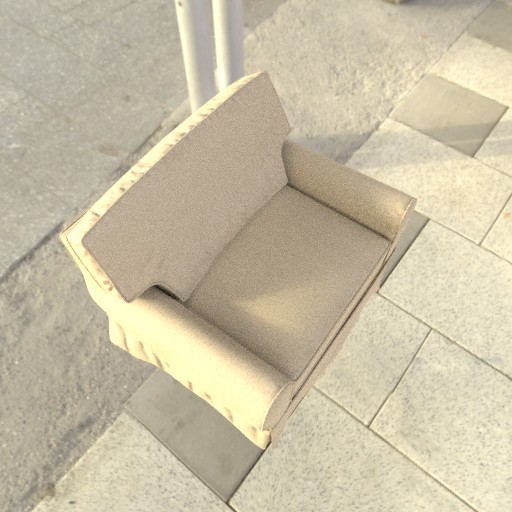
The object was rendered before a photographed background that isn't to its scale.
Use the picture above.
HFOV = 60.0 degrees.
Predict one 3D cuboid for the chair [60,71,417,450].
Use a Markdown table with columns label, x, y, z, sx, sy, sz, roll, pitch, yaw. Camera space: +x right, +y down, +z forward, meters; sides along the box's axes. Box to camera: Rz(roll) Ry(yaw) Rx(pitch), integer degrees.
| label | x | y | z | sx | sy | sz | roll | pitch | yaw |
| --- | --- | --- | --- | --- | --- | --- | --- | --- | --- |
| chair | 0.000 | 0.000 | 1.776 | 0.903 | 0.937 | 1.096 | 32 | 63 | 18 |
